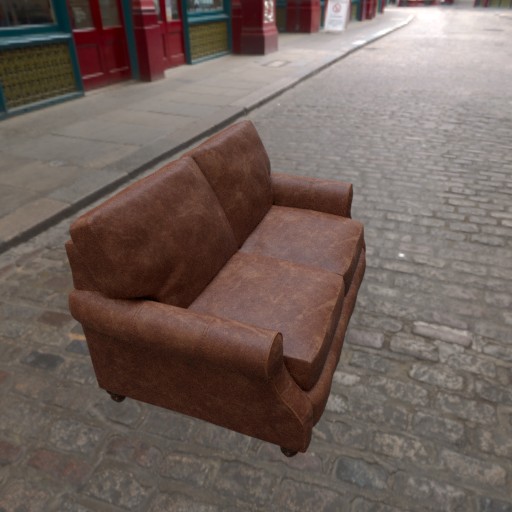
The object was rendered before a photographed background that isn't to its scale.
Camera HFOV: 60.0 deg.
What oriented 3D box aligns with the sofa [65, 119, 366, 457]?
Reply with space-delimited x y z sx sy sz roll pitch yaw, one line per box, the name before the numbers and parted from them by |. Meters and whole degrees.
sofa | 0.000 0.000 2.186 0.990 0.967 1.616 10 32 17
